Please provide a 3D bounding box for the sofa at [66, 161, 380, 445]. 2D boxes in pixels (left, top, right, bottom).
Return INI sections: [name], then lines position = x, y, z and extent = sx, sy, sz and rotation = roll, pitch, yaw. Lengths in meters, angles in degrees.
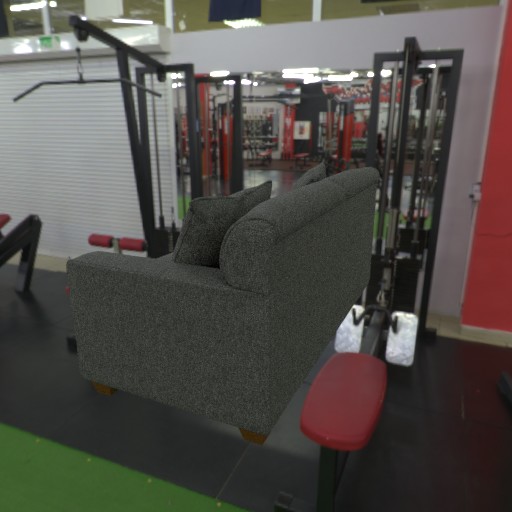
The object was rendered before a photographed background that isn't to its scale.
[sofa]
position = 0.000, 0.000, 2.512
extent = 0.998, 0.958, 1.846
rotation = 8, 18, 24
